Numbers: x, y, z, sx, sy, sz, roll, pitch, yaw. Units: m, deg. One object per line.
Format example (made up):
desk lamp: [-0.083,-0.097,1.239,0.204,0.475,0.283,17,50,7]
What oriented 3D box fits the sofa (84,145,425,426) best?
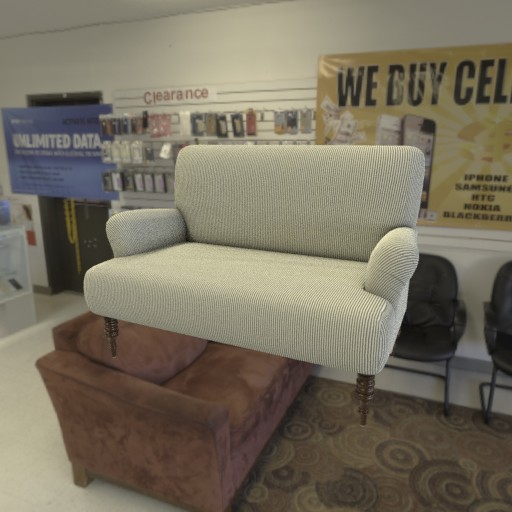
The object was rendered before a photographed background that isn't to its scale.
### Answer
sofa: [0.000,0.000,1.843,1.297,0.889,0.779,7,16,25]
